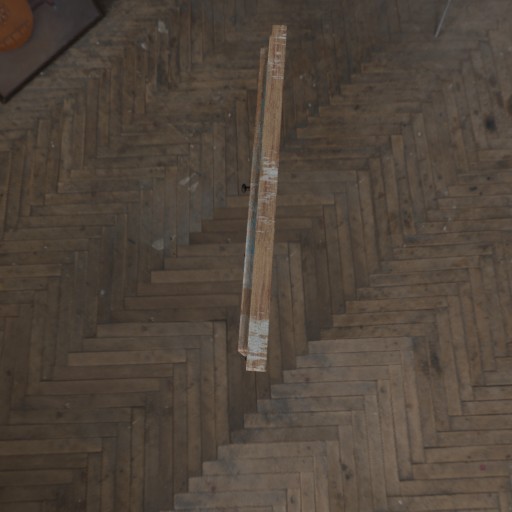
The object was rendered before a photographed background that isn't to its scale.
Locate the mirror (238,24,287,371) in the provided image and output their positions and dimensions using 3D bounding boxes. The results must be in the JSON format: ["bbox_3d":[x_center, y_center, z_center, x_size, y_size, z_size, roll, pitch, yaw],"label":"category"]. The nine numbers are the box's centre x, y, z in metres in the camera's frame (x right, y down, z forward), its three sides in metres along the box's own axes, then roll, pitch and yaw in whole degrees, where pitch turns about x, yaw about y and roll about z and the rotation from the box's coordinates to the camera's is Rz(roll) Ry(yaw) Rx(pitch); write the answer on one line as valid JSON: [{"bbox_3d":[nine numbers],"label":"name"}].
[{"bbox_3d":[0.000,0.000,1.437,0.083,1.213,0.707,4,76,1],"label":"mirror"}]
